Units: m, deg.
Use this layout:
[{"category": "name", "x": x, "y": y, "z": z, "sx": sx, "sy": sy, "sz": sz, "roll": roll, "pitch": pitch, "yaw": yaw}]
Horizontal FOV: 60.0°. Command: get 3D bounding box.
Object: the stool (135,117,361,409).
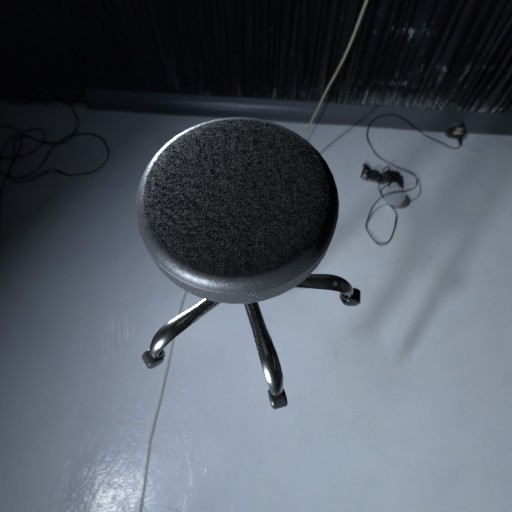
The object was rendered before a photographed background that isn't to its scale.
[{"category": "stool", "x": 0.000, "y": 0.000, "z": 1.117, "sx": 0.638, "sy": 0.576, "sz": 0.673, "roll": 3, "pitch": 65, "yaw": 1}]
